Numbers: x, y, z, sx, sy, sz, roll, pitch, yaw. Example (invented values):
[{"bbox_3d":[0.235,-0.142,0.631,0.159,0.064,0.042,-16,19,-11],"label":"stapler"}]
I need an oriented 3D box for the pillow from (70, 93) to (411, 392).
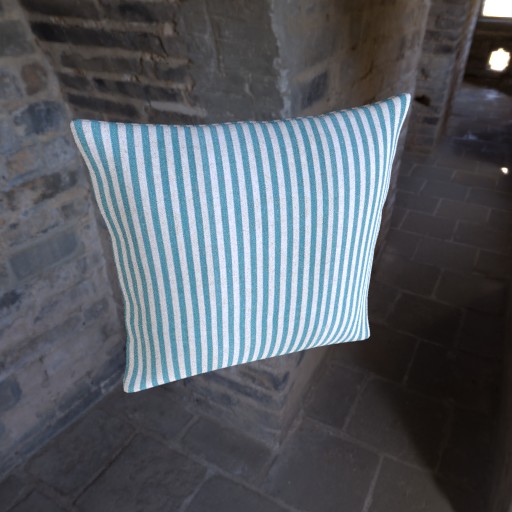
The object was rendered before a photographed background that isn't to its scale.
[{"bbox_3d":[0.000,0.000,0.774,0.523,0.510,0.166,-10,33,-15],"label":"pillow"}]
